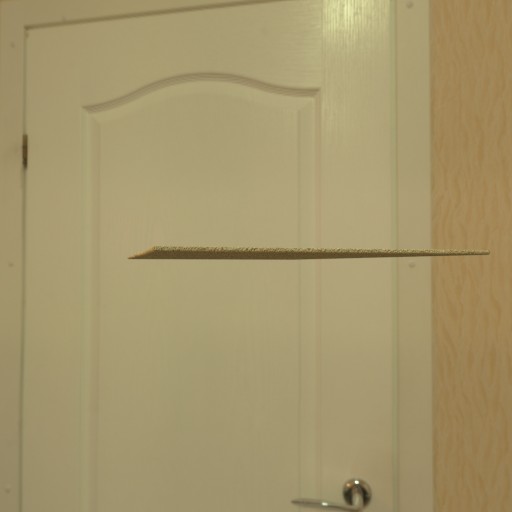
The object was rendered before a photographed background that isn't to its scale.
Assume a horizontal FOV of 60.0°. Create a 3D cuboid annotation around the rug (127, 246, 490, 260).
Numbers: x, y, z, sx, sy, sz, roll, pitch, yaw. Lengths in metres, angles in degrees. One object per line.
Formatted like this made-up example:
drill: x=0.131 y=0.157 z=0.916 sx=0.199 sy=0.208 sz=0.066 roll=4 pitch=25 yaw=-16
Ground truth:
rug: x=0.000 y=0.000 z=3.417 sx=1.800 sy=0.025 sz=2.699 roll=0 pitch=-1 yaw=-18
